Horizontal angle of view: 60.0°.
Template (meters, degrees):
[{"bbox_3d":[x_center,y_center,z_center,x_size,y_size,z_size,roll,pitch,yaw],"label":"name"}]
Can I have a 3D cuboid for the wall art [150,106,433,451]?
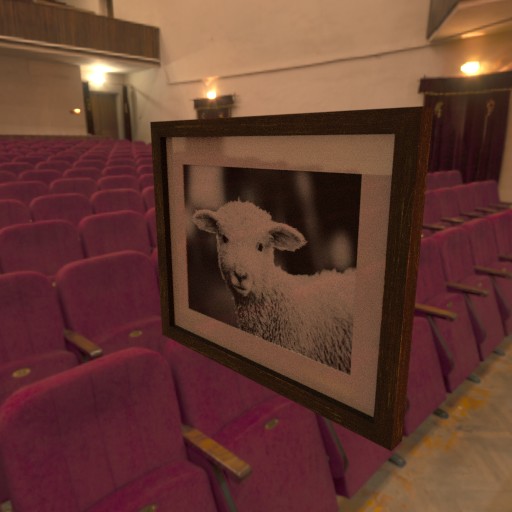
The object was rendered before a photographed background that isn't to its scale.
[{"bbox_3d":[0.000,0.000,0.761,0.558,0.457,0.032,14,20,43],"label":"wall art"}]
